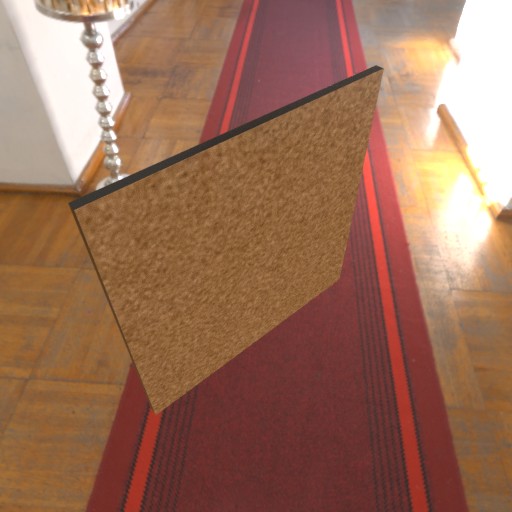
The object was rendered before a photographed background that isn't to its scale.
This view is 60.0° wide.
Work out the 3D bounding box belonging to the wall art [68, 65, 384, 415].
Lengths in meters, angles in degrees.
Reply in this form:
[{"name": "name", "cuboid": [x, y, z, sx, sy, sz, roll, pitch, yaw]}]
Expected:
[{"name": "wall art", "cuboid": [0.000, 0.000, 0.667, 0.446, 0.445, 0.014, -32, 55, -26]}]
